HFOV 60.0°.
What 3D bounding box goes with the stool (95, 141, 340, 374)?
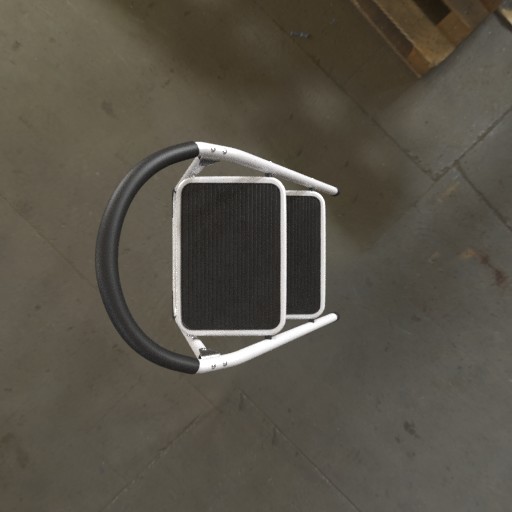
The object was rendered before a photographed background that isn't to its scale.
[{"bbox_3d":[0.000,0.000,1.111,0.559,0.760,0.453,0,91,0],"label":"stool"}]
